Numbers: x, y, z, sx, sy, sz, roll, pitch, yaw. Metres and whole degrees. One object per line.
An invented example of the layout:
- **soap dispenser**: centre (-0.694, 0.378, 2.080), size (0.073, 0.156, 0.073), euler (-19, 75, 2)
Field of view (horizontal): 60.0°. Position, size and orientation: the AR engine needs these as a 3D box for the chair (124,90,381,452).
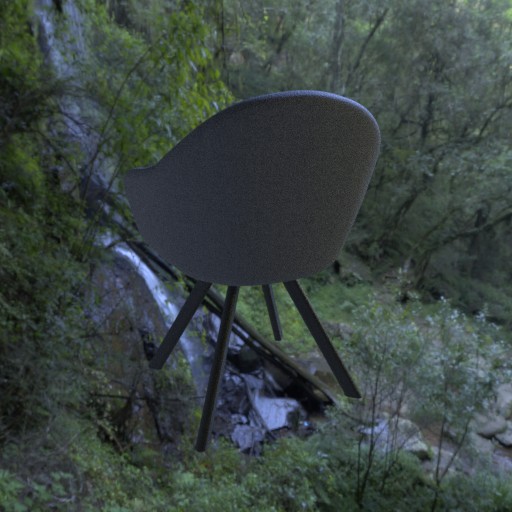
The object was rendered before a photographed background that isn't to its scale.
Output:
- **chair**: centre (0.000, 0.000, 1.185), size (0.590, 0.795, 0.550), euler (-8, 17, -26)
